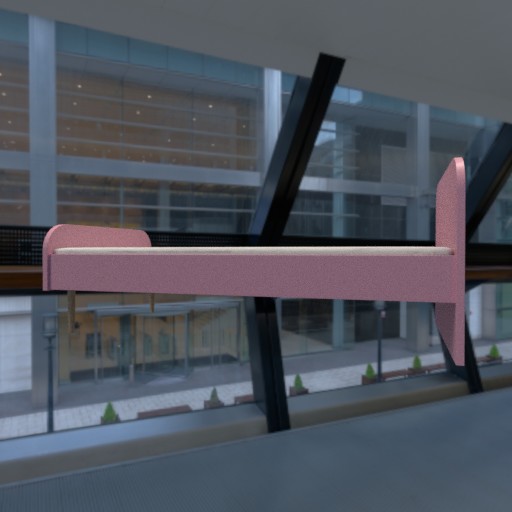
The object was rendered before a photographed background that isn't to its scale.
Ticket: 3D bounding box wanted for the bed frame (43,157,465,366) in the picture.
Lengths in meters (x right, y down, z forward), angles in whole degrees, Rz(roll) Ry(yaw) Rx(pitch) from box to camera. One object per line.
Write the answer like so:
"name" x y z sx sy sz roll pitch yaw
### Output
"bed frame" 0.000 0.000 2.432 1.963 0.805 0.998 0 1 18
